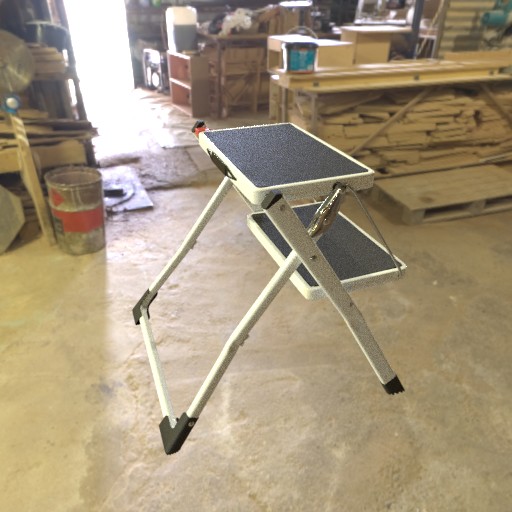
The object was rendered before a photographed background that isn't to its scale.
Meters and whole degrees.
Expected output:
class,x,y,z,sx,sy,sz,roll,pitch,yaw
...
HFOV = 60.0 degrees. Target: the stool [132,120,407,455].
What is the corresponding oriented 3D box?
class,x,y,z,sx,sy,sz,roll,pitch,yaw
stool,0.000,0.000,0.879,0.490,0.445,0.485,-11,33,-18
